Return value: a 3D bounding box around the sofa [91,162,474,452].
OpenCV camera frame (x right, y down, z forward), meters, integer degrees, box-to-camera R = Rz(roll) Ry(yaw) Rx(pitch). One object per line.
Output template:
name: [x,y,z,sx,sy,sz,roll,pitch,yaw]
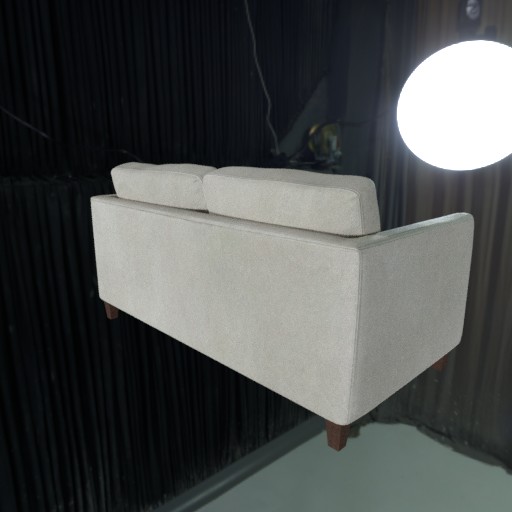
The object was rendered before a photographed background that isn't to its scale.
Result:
sofa: [0.000,0.000,2.307,0.950,0.940,1.846,-13,19,-43]
